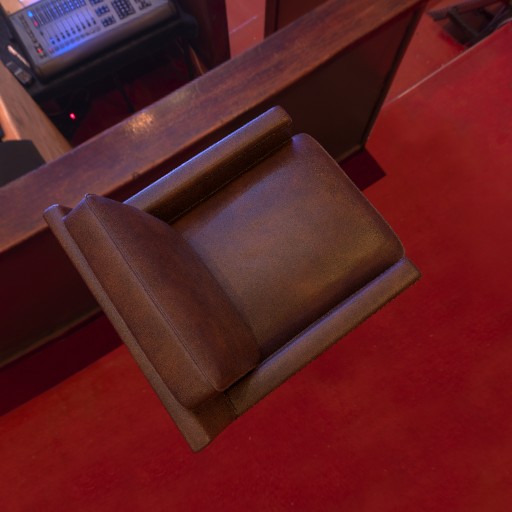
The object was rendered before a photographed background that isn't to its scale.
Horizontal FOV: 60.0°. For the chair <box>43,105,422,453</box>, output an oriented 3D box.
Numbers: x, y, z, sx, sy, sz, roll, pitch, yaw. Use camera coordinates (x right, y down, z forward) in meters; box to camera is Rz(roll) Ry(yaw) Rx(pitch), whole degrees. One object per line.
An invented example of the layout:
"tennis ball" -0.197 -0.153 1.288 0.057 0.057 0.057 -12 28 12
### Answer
"chair" 0.000 0.000 1.661 1.014 0.929 0.853 -35 78 -9
